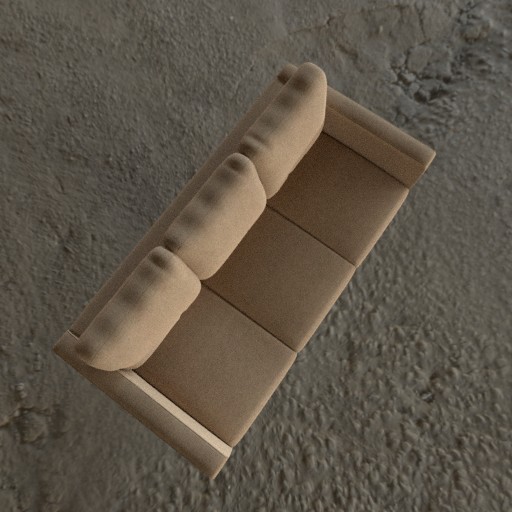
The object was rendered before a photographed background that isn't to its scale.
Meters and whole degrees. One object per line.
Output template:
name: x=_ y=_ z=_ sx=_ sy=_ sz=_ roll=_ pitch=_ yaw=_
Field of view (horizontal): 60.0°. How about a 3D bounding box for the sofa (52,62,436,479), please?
sofa: x=0.000 y=0.000 z=2.270 sx=0.930 sy=0.800 sz=1.855 roll=35 pitch=78 yaw=9
